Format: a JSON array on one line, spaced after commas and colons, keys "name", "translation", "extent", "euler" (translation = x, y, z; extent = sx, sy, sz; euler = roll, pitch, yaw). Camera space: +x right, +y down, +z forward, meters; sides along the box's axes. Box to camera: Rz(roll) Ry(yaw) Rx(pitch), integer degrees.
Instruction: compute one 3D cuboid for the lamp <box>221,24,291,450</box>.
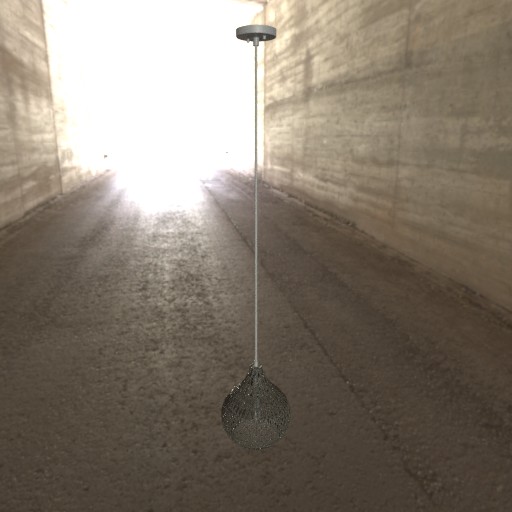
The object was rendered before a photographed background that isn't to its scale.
[{"name": "lamp", "translation": [0.000, 0.000, 2.061], "extent": [0.355, 1.919, 0.355], "euler": [13, 20, 41]}]
